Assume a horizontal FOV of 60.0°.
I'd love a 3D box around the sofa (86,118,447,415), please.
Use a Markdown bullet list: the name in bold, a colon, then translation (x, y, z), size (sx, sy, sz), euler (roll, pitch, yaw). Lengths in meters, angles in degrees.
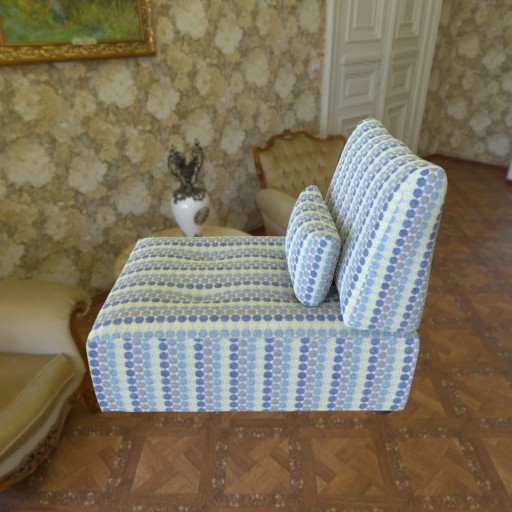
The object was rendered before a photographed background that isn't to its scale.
- **sofa**: translation (0.000, 0.000, 1.546), size (1.000, 0.820, 0.700), euler (0, 28, 0)
